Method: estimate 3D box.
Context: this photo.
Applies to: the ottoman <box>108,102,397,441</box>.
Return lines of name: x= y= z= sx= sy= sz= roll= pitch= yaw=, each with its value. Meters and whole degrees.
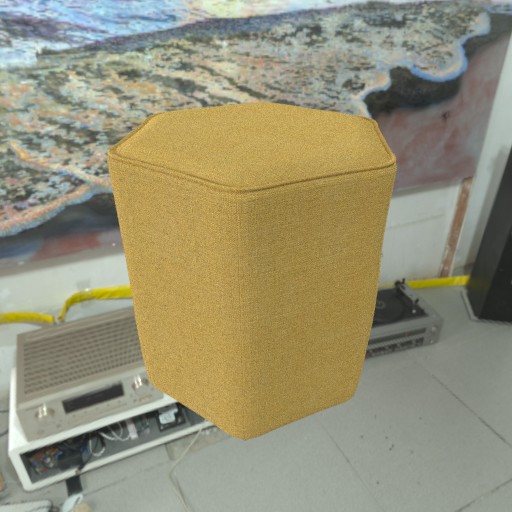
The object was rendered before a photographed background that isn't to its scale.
ottoman: x=0.000 y=0.000 z=0.872 sx=0.494 sy=0.502 sz=0.443 roll=20 pitch=36 yaw=30
